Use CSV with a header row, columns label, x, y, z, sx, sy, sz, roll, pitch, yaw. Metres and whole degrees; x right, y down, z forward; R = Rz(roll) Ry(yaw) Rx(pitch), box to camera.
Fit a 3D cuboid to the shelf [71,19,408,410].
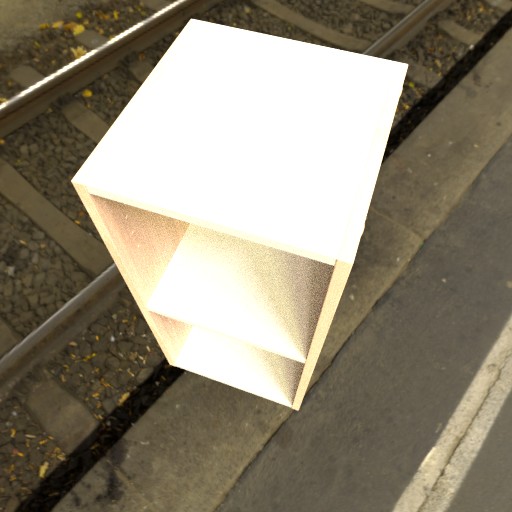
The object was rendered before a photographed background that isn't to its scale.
label,x,y,z,sx,sy,sz,roll,pitch,yaw
shelf,0.000,0.000,0.744,0.290,0.594,0.297,17,60,10
